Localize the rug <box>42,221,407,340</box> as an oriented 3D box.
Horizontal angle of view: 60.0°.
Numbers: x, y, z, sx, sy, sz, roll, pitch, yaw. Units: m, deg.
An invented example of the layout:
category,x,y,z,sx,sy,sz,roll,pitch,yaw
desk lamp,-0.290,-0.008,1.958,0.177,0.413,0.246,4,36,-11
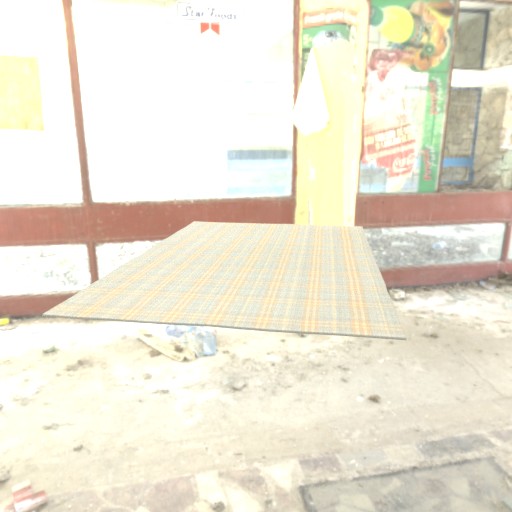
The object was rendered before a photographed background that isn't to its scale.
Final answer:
category,x,y,z,sx,sy,sz,roll,pitch,yaw
rug,0.000,0.000,2.324,1.231,0.012,1.835,2,15,9
